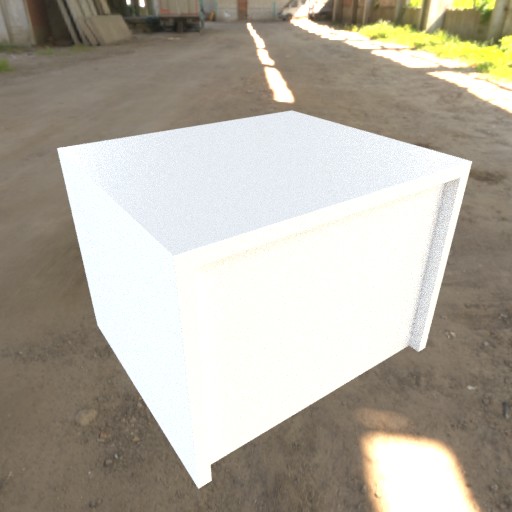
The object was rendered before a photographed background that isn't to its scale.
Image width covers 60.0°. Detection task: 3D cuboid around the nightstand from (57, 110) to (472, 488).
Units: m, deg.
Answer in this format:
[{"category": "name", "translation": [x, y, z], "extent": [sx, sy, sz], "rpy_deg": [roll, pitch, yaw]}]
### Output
[{"category": "nightstand", "translation": [0.000, 0.000, 0.750], "extent": [0.470, 0.351, 0.408], "rpy_deg": [-19, 35, -30]}]
